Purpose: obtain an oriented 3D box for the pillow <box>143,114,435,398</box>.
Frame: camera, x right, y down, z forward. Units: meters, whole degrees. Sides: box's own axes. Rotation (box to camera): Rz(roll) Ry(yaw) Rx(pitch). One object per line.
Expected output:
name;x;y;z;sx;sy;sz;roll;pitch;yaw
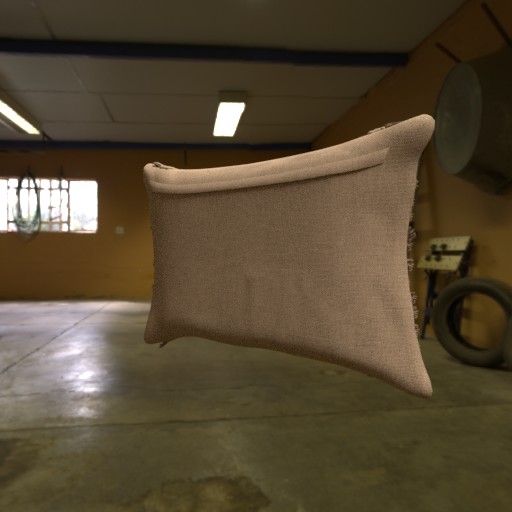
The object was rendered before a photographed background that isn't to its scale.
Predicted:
pillow;0.000;0.000;0.603;0.466;0.305;0.084;0;0;37
